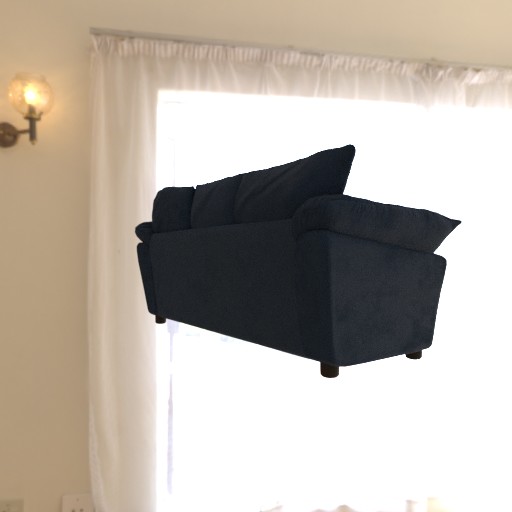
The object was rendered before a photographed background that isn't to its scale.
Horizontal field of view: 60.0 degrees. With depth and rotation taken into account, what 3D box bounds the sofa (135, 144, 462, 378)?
[{"bbox_3d":[0.000,0.000,2.955,0.907,1.091,2.390,0,0,-35],"label":"sofa"}]
